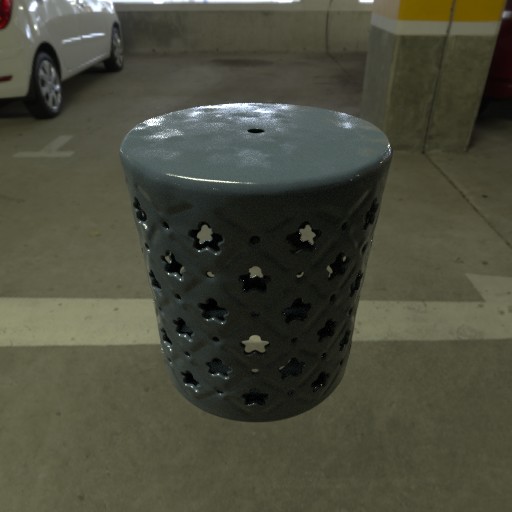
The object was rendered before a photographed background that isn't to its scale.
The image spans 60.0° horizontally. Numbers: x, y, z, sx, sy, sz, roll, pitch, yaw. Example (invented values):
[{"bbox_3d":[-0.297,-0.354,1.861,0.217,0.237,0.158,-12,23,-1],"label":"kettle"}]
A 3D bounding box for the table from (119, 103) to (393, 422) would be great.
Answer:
[{"bbox_3d":[0.000,0.000,0.682,0.352,0.387,0.352,0,32,0],"label":"table"}]
